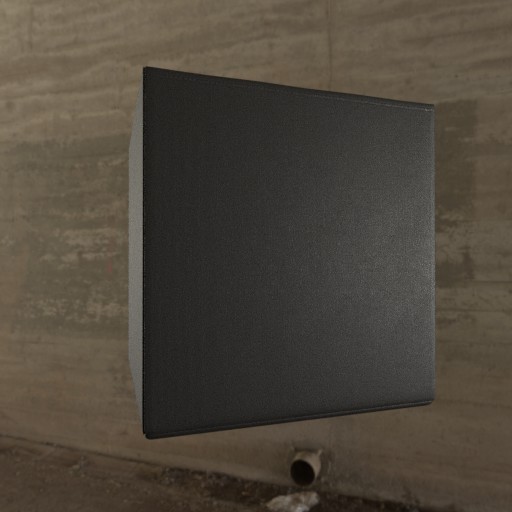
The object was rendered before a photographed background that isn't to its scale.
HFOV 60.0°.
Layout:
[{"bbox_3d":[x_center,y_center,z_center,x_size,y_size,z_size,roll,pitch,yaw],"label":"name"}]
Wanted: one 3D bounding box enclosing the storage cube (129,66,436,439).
[{"bbox_3d":[0.000,0.000,0.495,0.270,0.280,0.270,0,0,-18],"label":"storage cube"}]
